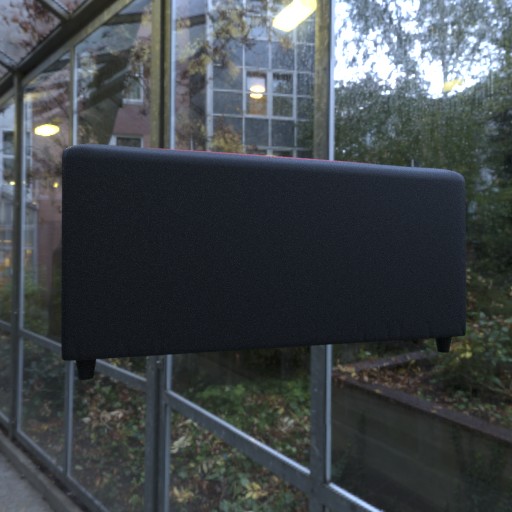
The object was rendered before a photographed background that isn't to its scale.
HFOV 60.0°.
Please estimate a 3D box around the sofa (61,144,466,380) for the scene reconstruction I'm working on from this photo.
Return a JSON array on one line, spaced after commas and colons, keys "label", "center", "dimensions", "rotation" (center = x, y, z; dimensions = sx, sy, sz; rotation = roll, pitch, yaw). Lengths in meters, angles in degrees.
[{"label": "sofa", "center": [0.000, 0.000, 1.853], "dimensions": [1.410, 0.735, 0.845], "rotation": [0, 0, -17]}]
